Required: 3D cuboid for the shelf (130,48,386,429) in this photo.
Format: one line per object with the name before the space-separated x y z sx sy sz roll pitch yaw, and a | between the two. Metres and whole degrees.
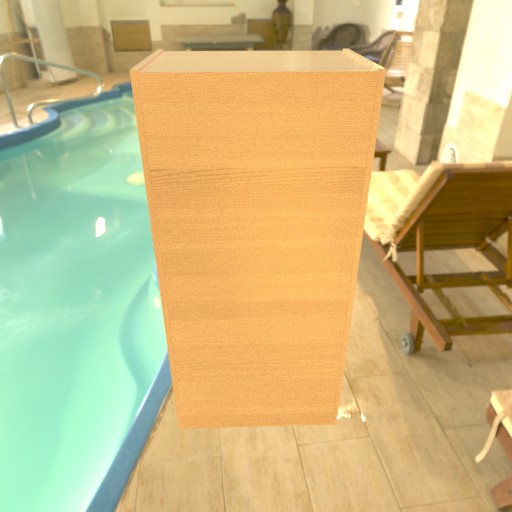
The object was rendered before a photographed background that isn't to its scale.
shelf | 0.000 0.000 1.065 0.417 0.876 0.292 -1 31 -2
